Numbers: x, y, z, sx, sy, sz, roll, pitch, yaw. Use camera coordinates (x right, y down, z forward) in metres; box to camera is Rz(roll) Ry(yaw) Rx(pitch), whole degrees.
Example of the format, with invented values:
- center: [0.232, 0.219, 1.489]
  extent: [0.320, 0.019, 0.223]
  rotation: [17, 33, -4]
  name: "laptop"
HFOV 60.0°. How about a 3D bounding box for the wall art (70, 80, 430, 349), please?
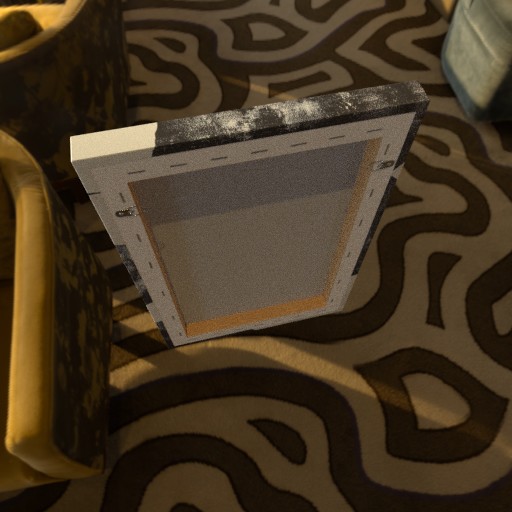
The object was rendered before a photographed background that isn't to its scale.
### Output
- center: [0.000, 0.000, 0.760]
  extent: [0.407, 0.610, 0.039]
  rotation: [-12, 60, -7]
  name: "wall art"
